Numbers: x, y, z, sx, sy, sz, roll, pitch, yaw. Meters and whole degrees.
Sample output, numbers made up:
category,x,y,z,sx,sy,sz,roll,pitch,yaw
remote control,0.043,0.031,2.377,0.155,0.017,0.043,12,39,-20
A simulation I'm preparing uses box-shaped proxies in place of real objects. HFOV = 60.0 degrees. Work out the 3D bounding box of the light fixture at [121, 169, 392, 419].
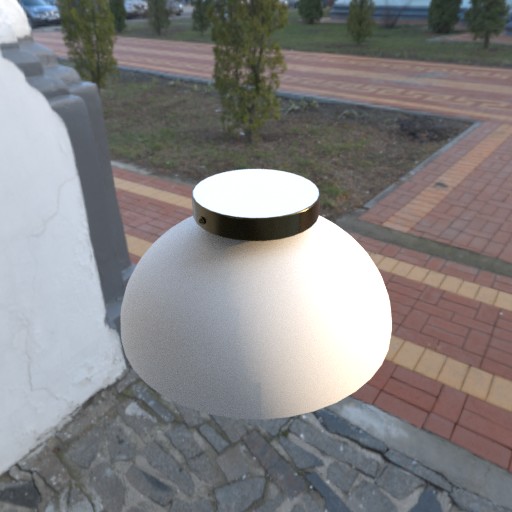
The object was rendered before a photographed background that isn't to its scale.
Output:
category,x,y,z,sx,sy,sz,roll,pitch,yaw
light fixture,0.000,0.000,0.558,0.355,0.177,0.355,0,31,0
